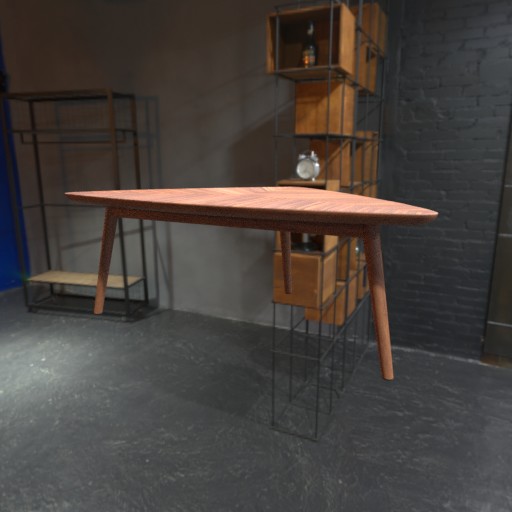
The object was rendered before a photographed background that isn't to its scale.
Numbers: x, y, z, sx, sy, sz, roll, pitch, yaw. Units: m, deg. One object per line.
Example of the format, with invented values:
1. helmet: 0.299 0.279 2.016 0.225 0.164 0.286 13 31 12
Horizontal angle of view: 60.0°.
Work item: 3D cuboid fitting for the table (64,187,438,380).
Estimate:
1. table: 0.000 0.000 1.298 1.008 0.365 0.601 7 15 27
